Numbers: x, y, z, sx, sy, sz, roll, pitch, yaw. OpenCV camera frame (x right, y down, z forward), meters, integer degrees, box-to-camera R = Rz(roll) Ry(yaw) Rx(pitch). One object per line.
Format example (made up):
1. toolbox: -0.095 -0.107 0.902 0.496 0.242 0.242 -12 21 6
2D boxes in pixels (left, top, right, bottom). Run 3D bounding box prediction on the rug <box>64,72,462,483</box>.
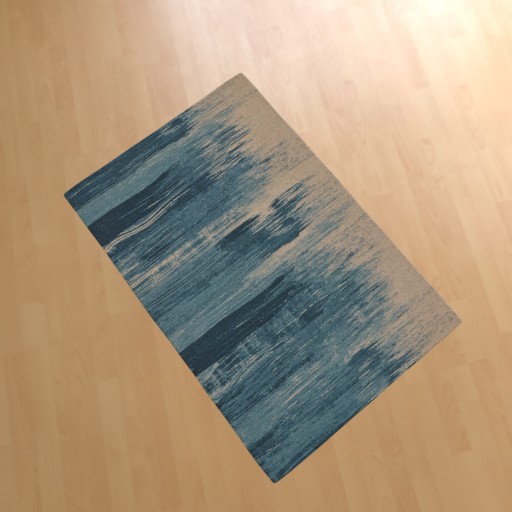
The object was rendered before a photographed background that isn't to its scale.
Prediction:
1. rug: 0.000 0.000 2.316 1.232 0.009 1.836 -37 79 -8
